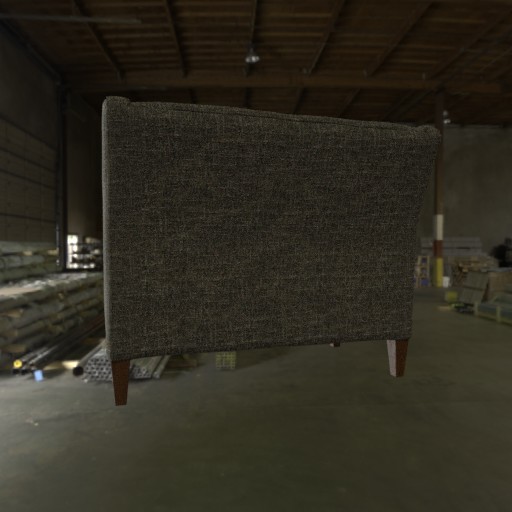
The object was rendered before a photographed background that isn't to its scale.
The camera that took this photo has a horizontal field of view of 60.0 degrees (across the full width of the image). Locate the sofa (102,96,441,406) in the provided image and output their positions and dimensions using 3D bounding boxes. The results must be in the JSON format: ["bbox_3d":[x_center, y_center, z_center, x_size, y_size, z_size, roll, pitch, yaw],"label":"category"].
[{"bbox_3d":[0.000,0.000,1.920,1.242,1.021,0.870,0,2,-17],"label":"sofa"}]
